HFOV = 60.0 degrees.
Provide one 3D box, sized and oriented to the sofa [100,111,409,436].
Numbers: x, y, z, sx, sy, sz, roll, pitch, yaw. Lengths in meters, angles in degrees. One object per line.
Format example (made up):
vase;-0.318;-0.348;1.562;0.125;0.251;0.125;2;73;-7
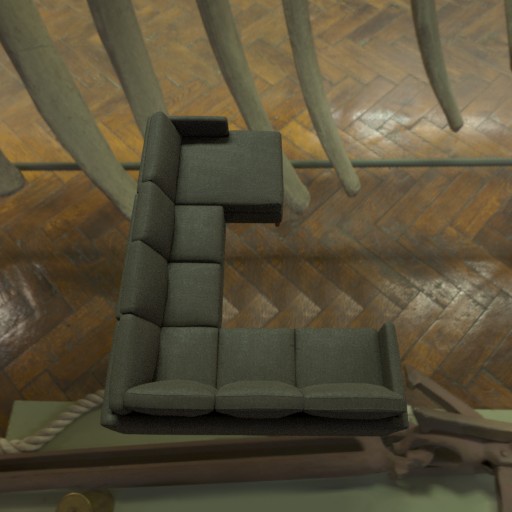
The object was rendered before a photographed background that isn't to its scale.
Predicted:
sofa;0.000;0.000;4.645;2.594;0.961;3.460;0;63;0
